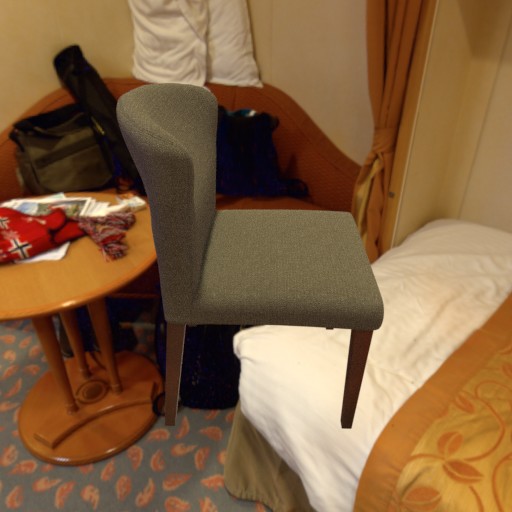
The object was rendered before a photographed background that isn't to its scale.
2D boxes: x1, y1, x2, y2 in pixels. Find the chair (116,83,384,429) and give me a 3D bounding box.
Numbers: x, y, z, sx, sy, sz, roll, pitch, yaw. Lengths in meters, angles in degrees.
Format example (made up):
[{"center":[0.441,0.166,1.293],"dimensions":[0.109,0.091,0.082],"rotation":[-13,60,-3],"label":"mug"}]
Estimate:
[{"center":[0.000,0.000,1.183],"dimensions":[0.589,0.839,0.491],"rotation":[1,32,1],"label":"chair"}]
